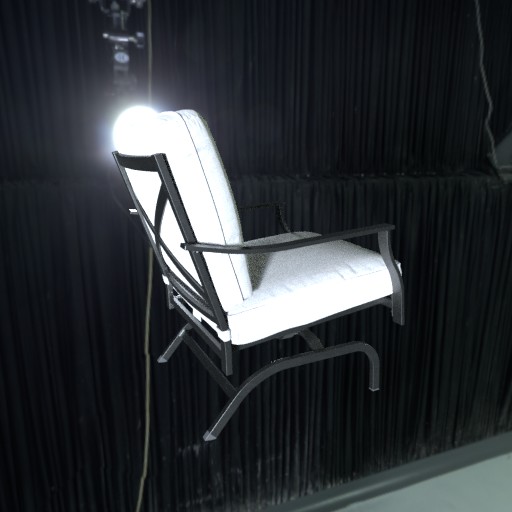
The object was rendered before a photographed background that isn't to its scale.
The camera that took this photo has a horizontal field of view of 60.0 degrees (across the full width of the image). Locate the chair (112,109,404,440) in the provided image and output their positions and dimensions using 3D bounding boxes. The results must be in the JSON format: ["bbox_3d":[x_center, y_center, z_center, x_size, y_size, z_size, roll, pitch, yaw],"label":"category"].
[{"bbox_3d":[0.000,0.000,1.443,0.787,0.860,0.650,-7,15,-25],"label":"chair"}]
